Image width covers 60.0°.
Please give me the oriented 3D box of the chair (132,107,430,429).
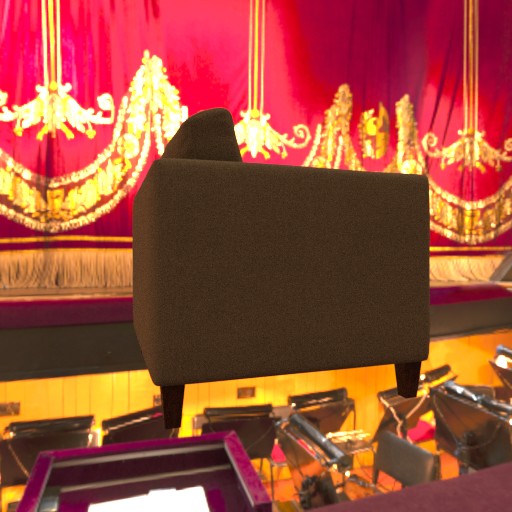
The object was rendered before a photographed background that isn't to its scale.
[{"bbox_3d":[0.000,0.000,1.857,0.959,0.963,1.107,0,1,-18],"label":"chair"}]
